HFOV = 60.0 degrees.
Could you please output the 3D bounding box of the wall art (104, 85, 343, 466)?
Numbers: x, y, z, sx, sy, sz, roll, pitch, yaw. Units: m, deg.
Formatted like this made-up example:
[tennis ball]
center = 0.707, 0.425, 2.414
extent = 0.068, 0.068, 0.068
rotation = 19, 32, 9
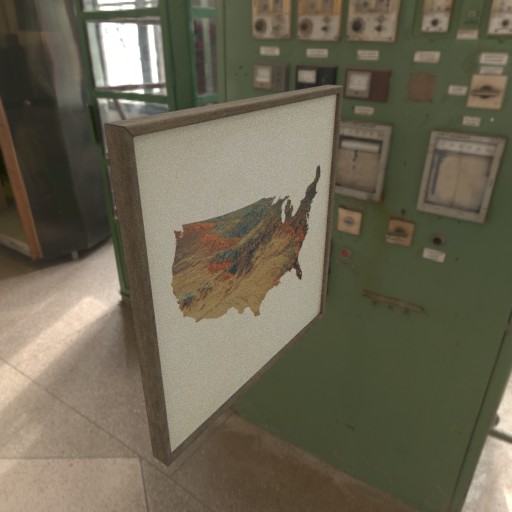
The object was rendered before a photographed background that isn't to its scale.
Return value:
[wall art]
center = 0.000, 0.000, 1.120
extent = 0.050, 0.751, 0.749
rotation = 18, 32, 32
